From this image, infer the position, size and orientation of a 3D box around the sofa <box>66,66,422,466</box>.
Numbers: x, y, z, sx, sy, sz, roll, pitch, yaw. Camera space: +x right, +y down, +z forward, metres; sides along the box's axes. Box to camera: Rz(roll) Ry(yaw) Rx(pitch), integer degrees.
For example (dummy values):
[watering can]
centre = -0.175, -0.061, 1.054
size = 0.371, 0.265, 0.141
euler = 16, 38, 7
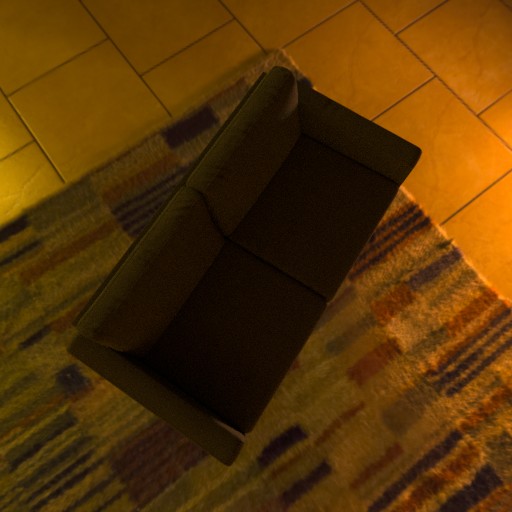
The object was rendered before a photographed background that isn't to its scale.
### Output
[sofa]
centre = 0.000, 0.000, 2.263
size = 0.889, 0.897, 1.730
euler = 32, 77, 8
